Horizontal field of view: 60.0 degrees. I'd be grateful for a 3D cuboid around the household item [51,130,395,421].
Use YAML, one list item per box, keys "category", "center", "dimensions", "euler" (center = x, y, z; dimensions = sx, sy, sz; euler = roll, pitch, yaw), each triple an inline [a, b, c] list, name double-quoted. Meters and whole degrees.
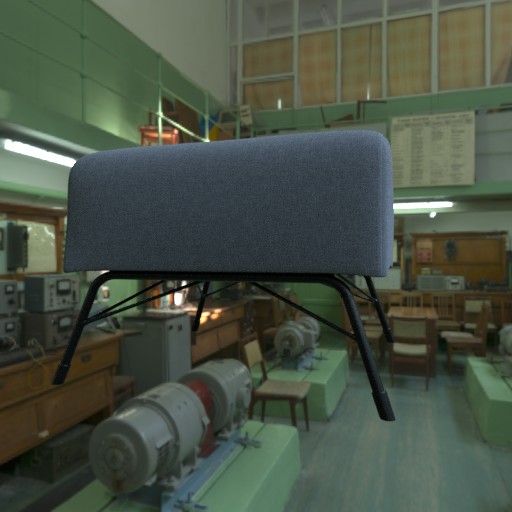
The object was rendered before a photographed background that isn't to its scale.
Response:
- category: "household item"
  center: [0.000, 0.000, 0.882]
  dimensions: [0.530, 0.410, 0.530]
  euler: [0, 0, 17]
